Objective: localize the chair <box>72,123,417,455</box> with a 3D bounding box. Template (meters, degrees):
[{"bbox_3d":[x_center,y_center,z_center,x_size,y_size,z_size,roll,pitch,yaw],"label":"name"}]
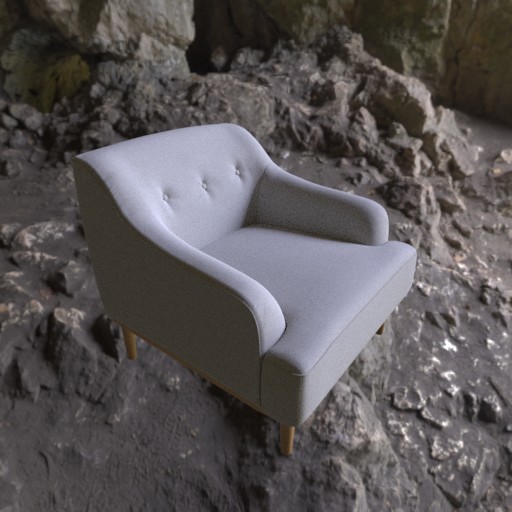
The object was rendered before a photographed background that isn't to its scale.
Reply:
[{"bbox_3d":[0.000,0.000,1.661,0.951,0.818,0.946,18,31,32],"label":"chair"}]
